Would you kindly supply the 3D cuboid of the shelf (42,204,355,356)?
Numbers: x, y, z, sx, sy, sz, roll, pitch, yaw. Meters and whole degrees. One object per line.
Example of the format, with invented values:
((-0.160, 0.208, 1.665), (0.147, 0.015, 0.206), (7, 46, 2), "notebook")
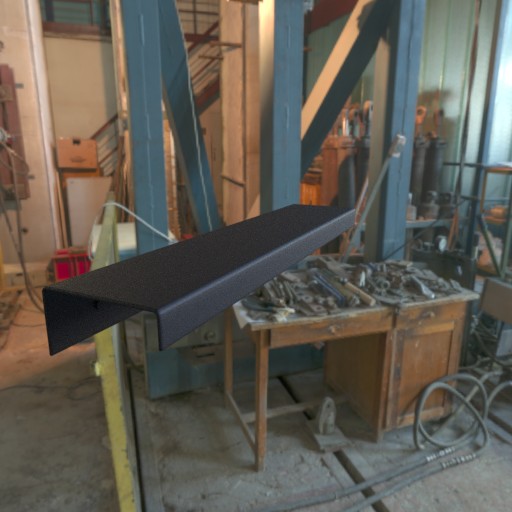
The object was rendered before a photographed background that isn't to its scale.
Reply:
((0.000, 0.000, 0.484), (0.102, 0.053, 0.456), (7, 16, 26), "shelf")
